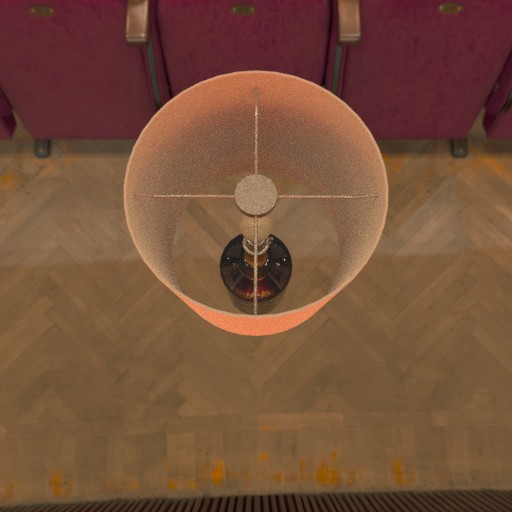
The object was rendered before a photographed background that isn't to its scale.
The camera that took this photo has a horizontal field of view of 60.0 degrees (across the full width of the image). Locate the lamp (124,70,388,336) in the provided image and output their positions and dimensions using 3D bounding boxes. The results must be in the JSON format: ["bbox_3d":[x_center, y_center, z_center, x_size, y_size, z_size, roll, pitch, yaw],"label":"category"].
[{"bbox_3d":[0.000,0.000,0.569,0.207,0.461,0.207,0,76,0],"label":"lamp"}]
